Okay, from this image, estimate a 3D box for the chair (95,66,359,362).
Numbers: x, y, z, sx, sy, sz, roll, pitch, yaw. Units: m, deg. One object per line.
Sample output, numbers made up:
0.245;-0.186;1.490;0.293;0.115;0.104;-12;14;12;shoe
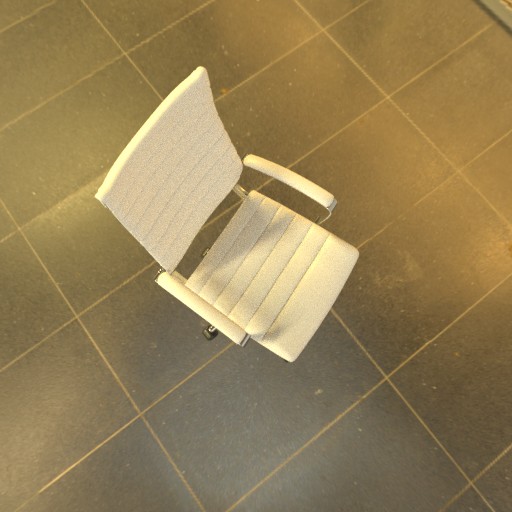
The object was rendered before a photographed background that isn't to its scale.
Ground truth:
0.000;0.000;1.586;0.679;1.149;0.679;32;77;8;chair
